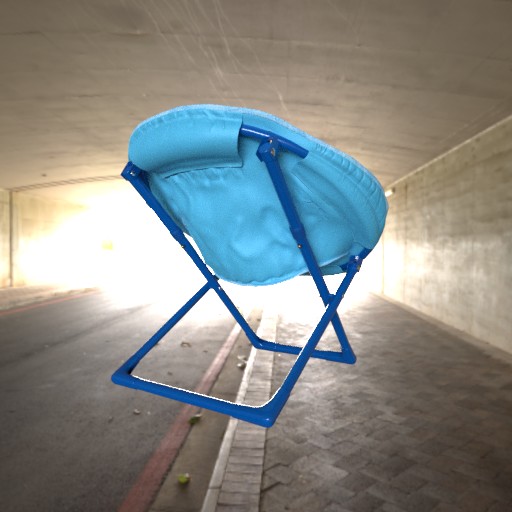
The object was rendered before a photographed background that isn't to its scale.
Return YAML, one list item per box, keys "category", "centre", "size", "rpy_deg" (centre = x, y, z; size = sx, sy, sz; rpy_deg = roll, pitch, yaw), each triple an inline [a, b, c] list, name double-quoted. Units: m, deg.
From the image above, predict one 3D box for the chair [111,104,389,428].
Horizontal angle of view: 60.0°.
- category: "chair"
  centre: [0.000, 0.000, 0.894]
  size: [0.520, 0.478, 0.465]
  rpy_deg: [1, 1, 36]
